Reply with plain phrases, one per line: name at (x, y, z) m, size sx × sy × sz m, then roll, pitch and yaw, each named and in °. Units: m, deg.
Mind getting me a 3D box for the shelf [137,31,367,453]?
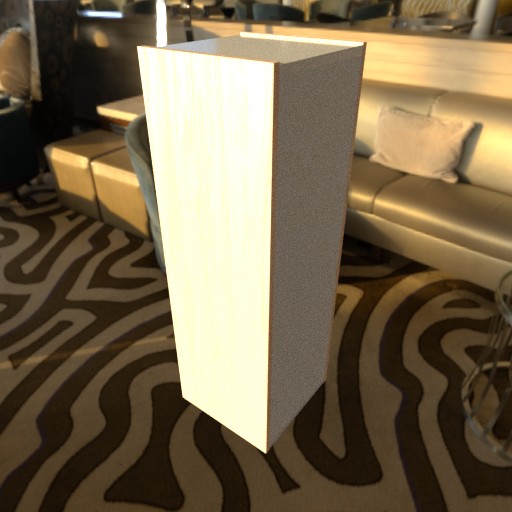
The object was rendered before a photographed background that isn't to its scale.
shelf at (0.000, 0.000, 1.036) m, size 0.290 × 0.900 × 0.300 m, roll 22°, pitch 38°, yaw 31°
